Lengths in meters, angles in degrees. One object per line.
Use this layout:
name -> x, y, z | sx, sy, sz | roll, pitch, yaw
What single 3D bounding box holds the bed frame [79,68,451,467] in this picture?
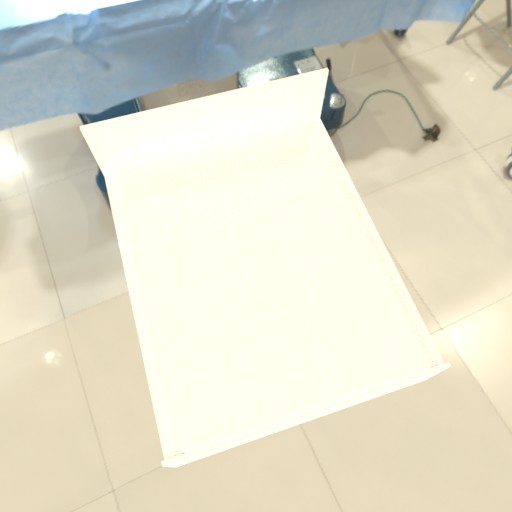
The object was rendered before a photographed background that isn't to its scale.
bed frame -> 0.000, 0.000, 2.753 | 1.622, 0.800, 1.960 | -16, 65, -8
